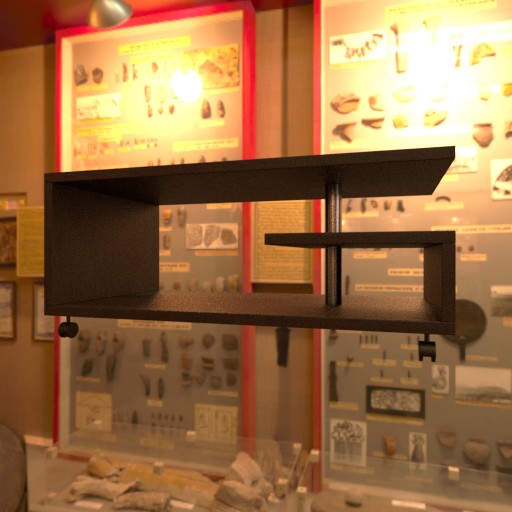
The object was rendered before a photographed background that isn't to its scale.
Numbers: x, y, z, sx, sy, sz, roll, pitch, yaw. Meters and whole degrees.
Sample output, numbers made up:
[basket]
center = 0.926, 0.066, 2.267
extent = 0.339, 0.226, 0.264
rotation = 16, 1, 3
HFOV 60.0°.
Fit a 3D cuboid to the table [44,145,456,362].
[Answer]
[table]
center = 0.000, 0.000, 1.356
extent = 1.050, 0.460, 0.590
rotation = 0, 0, 17
